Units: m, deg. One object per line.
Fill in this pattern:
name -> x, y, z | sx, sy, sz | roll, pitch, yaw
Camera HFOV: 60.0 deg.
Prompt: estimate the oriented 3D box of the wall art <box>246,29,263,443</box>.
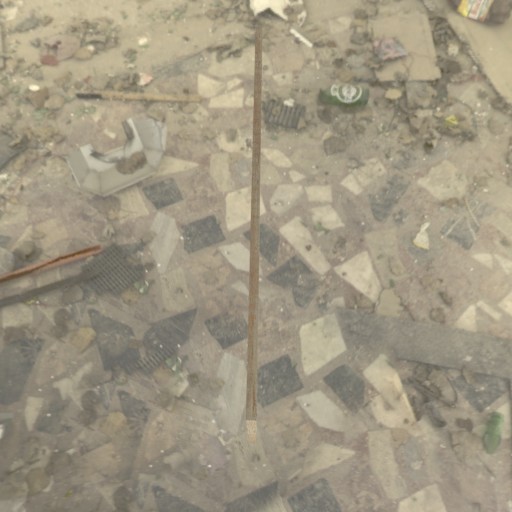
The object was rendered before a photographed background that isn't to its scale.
wall art -> 0.000, 0.000, 1.347 | 0.019, 0.774, 1.012 | 1, 64, 0
